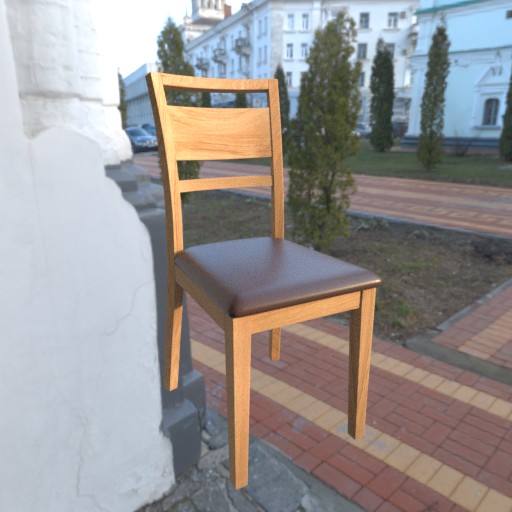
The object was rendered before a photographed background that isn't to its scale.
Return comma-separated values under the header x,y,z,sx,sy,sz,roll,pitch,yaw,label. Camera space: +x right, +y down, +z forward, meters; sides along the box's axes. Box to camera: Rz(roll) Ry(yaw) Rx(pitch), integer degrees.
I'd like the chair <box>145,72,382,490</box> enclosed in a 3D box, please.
x,y,z,sx,sy,sz,roll,pitch,yaw,label
0.000,0.000,1.190,0.420,0.940,0.545,-9,19,-27,chair
